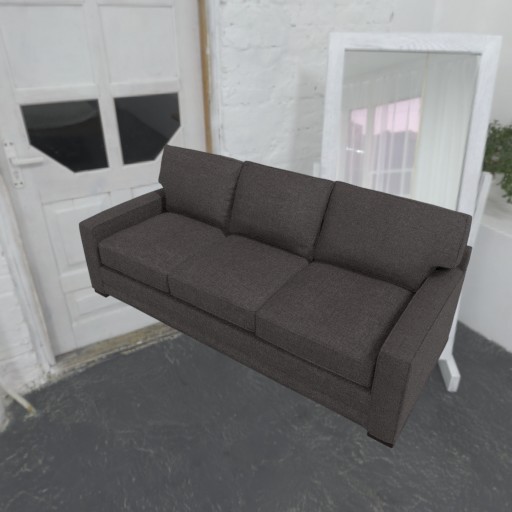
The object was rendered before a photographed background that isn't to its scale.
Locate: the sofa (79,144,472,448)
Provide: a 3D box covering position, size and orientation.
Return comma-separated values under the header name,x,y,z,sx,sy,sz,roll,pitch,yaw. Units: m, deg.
name,x,y,z,sx,sy,sz,roll,pitch,yaw
sofa,0.000,0.000,2.887,2.369,0.978,1.004,20,36,30
